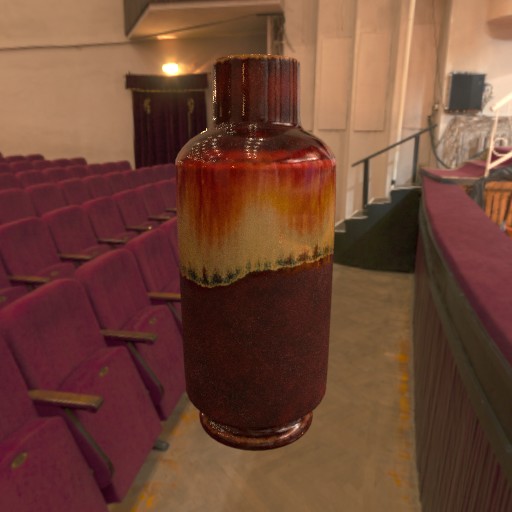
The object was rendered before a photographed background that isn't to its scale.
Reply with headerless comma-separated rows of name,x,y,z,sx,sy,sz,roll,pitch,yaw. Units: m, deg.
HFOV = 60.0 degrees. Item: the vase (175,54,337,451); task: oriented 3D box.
vase,0.000,0.000,0.322,0.111,0.261,0.111,0,15,0
